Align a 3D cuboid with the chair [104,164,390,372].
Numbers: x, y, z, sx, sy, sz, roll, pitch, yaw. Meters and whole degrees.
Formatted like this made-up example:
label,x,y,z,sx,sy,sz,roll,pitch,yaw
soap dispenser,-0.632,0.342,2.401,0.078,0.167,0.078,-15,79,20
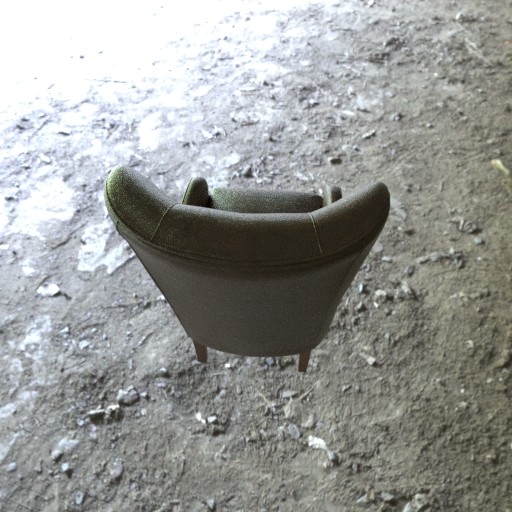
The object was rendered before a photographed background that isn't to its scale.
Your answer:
label,x,y,z,sx,sy,sz,roll,pitch,yaw
chair,0.000,0.000,1.589,0.692,1.048,0.914,5,48,4
